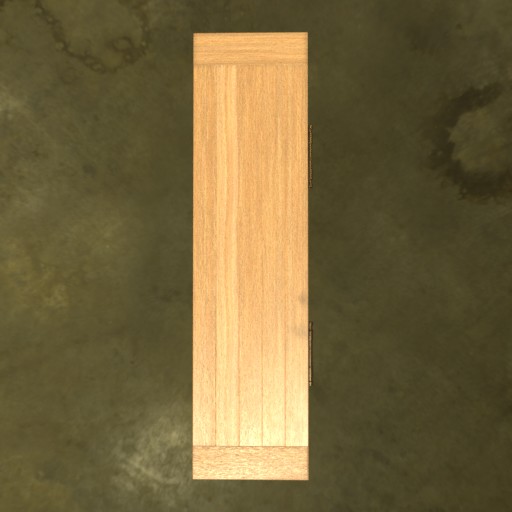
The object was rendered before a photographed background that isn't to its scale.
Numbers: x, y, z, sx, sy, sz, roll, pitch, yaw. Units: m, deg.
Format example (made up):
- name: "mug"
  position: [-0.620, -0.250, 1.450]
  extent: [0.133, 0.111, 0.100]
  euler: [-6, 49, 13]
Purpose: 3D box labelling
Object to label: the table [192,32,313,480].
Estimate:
- name: "table"
  position: [0.000, 0.000, 1.960]
  extent: [0.442, 0.762, 1.599]
  euler: [0, 89, 1]
